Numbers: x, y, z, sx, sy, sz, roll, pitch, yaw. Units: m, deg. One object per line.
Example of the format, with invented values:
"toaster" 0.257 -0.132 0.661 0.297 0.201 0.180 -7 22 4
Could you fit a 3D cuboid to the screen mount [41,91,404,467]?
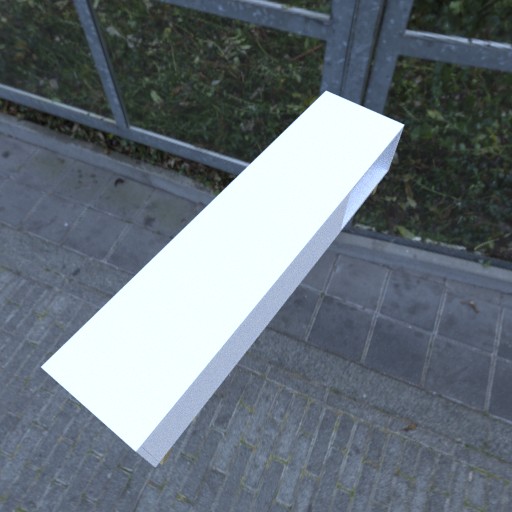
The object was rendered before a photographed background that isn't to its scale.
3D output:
"screen mount" 0.000 0.000 1.815 0.399 0.432 1.644 32 62 19
